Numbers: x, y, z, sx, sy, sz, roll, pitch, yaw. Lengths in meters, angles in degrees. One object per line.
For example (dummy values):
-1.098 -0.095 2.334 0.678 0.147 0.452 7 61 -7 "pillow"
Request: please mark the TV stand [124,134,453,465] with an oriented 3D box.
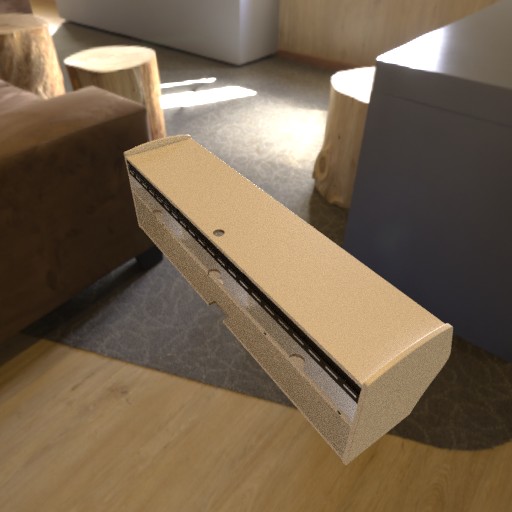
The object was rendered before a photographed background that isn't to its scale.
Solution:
0.000 0.000 1.726 0.397 0.424 1.473 -25 46 -26 "TV stand"
